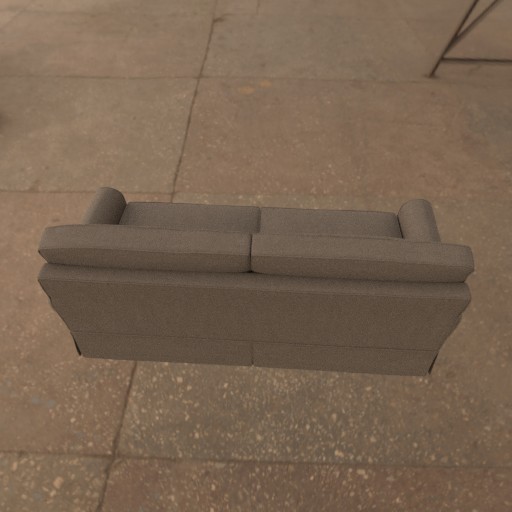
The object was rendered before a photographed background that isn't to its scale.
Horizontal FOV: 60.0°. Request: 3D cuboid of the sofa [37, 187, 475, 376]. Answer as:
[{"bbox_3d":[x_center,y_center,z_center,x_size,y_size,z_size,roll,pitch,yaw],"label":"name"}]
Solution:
[{"bbox_3d":[0.000,0.000,2.684,2.248,0.943,0.991,3,47,2],"label":"sofa"}]
